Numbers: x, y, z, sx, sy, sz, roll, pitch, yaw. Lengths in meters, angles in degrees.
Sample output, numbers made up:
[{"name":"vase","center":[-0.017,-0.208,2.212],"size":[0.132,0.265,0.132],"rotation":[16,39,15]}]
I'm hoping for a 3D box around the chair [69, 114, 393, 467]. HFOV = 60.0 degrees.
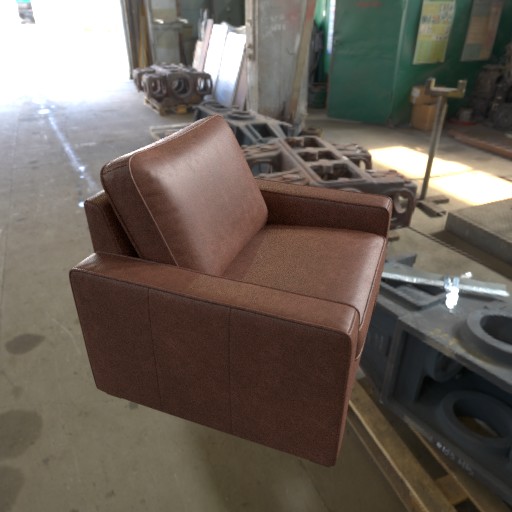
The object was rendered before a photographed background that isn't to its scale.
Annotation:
[{"name":"chair","center":[0.000,0.000,1.730],"size":[0.940,0.919,1.017],"rotation":[11,32,18]}]
